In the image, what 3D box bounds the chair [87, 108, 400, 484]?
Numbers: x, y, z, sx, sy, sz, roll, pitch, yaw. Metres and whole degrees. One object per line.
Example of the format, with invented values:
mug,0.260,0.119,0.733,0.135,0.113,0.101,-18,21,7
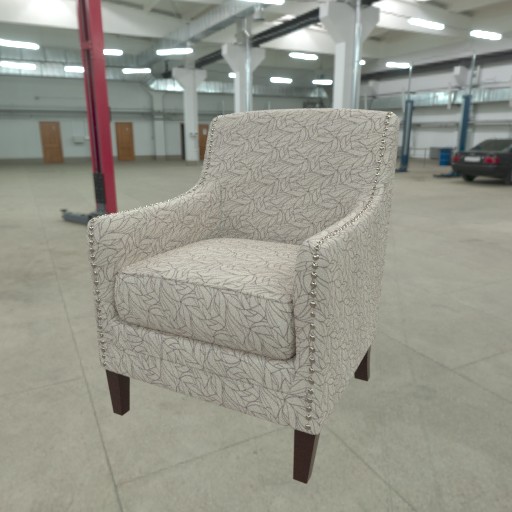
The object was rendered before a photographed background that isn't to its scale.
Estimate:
chair,0.000,0.000,1.251,0.623,0.816,0.651,8,17,26
